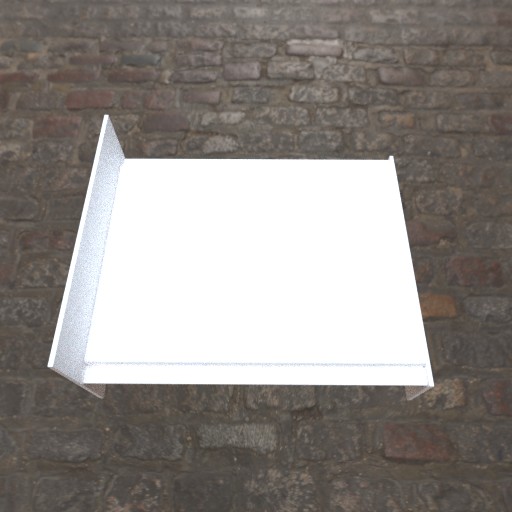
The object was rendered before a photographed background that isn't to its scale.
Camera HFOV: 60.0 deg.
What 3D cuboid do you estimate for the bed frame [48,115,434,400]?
[{"bbox_3d":[0.000,0.000,2.824,1.960,0.800,1.622,0,62,0],"label":"bed frame"}]
